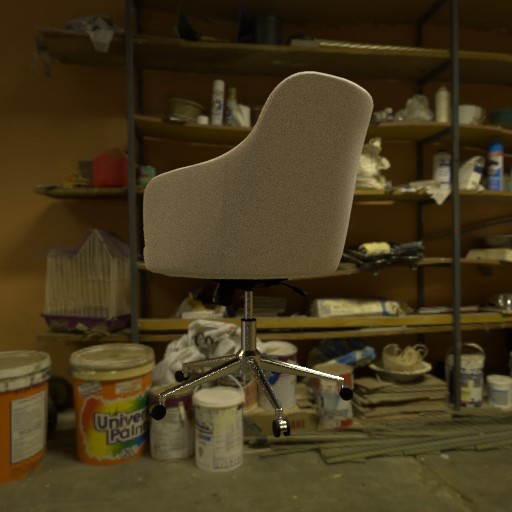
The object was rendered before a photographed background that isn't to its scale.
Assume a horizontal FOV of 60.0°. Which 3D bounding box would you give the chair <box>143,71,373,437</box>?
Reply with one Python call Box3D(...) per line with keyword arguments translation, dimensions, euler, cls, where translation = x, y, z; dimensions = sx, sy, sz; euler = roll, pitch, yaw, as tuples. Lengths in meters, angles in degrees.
Box3D(translation=(0.000, 0.000, 1.257), dimensions=(0.647, 0.819, 0.602), euler=(0, 0, 38), cls="chair")
